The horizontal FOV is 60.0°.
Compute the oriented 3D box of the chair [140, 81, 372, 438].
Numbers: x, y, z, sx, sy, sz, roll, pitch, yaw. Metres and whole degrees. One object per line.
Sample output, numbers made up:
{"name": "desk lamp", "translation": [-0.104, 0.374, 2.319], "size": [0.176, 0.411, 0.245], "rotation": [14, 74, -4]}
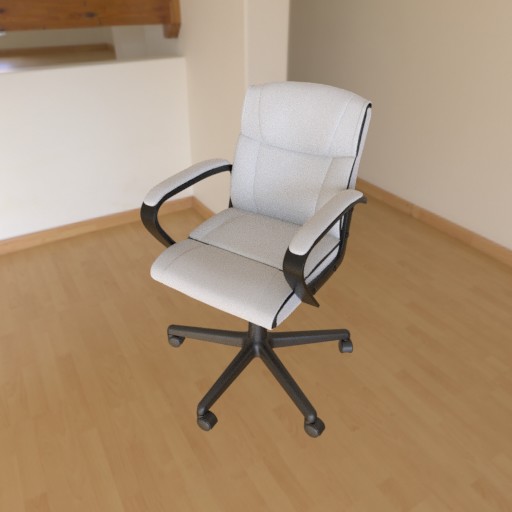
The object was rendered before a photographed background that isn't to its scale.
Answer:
{"name": "chair", "translation": [0.000, 0.000, 1.492], "size": [0.739, 1.004, 0.717], "rotation": [20, 37, 28]}
